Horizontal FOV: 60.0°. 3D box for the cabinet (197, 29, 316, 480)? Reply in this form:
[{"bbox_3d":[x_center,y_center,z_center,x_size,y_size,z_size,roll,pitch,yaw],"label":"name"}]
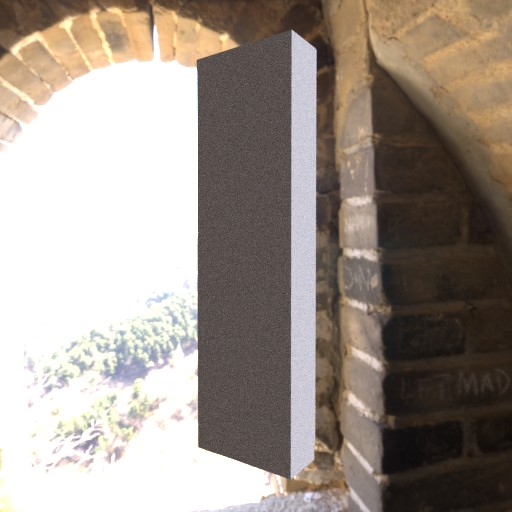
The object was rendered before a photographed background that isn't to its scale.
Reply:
[{"bbox_3d":[0.000,0.000,1.999,0.500,1.790,0.230,1,2,35],"label":"cabinet"}]
